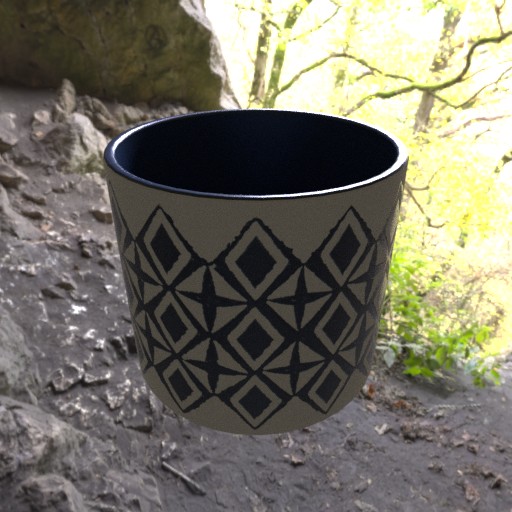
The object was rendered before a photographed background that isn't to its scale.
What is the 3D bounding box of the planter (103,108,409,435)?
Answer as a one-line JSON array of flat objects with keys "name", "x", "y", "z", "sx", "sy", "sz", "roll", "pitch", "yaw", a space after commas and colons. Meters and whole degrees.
[{"name": "planter", "x": 0.000, "y": 0.000, "z": 0.314, "sx": 0.182, "sy": 0.165, "sz": 0.182, "roll": 0, "pitch": 30, "yaw": 0}]
